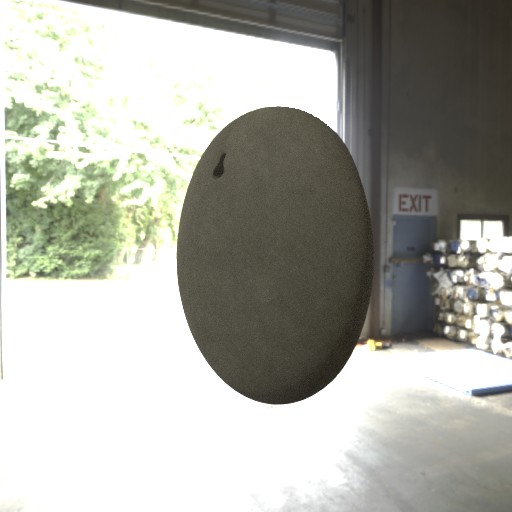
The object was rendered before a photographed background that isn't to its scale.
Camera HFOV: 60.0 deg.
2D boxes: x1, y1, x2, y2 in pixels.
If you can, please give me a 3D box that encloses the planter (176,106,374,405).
[{"bbox_3d":[0.000,0.000,0.289,0.071,0.188,0.185,-1,2,-36],"label":"planter"}]
